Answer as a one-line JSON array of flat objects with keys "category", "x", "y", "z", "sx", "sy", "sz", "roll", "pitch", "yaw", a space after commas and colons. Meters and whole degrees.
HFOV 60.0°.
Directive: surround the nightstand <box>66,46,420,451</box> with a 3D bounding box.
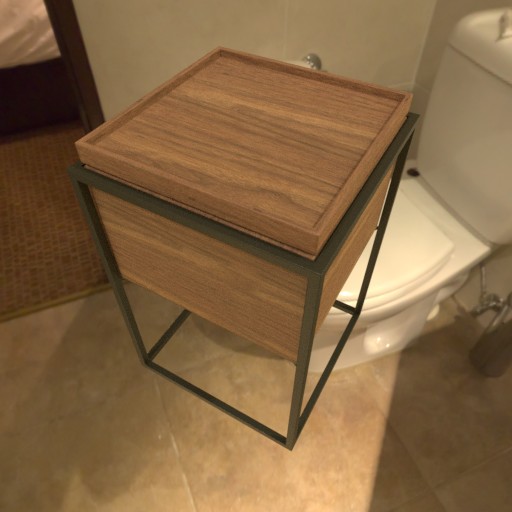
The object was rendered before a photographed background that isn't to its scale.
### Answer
[{"category": "nightstand", "x": 0.000, "y": 0.000, "z": 0.875, "sx": 0.397, "sy": 0.607, "sz": 0.397, "roll": 23, "pitch": 52, "yaw": 20}]
